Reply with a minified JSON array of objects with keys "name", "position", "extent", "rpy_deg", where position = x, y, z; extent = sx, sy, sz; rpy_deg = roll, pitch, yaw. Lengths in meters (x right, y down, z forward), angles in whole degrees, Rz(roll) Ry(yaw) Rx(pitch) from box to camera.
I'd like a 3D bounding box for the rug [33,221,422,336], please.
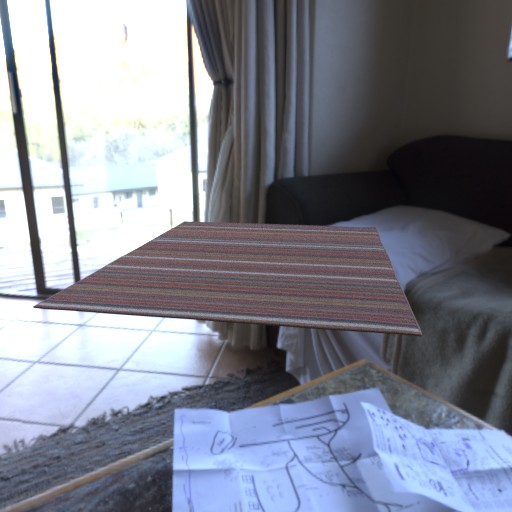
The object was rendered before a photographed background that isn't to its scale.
[{"name":"rug","position":[0.000,0.000,4.183],"extent":[2.479,0.023,3.092],"rpy_deg":[3,15,10]}]
